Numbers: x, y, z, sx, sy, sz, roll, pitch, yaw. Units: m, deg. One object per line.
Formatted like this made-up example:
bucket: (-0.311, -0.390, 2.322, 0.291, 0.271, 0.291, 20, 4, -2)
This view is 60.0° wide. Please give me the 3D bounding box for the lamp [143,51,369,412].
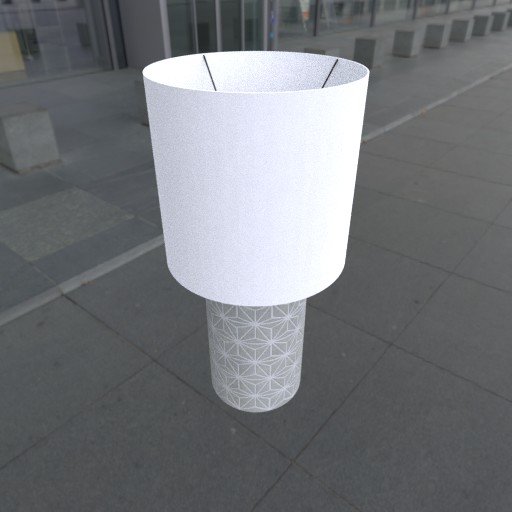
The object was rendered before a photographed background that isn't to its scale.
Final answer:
lamp: (0.000, 0.000, 0.524, 0.206, 0.416, 0.206, -20, 38, -29)
